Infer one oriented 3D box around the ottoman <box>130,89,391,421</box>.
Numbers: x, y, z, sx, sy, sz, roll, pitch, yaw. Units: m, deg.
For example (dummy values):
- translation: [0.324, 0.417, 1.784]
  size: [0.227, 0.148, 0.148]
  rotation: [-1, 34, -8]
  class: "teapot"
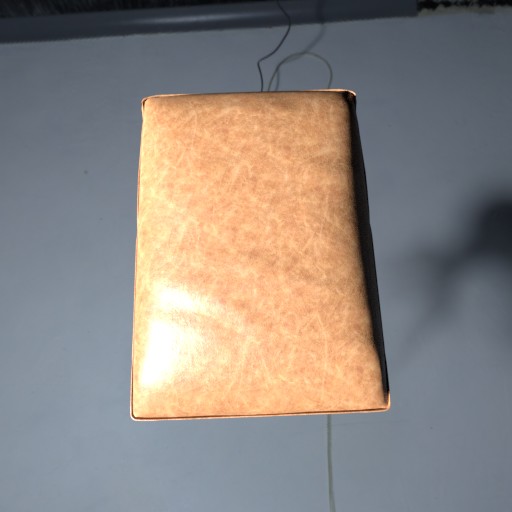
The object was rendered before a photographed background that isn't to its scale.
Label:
- translation: [0.000, 0.000, 1.077]
  size: [0.533, 0.480, 0.710]
  rotation: [-2, 75, -1]
  class: "ottoman"
